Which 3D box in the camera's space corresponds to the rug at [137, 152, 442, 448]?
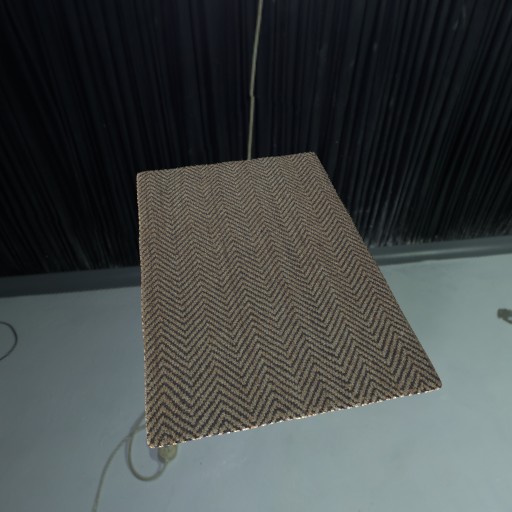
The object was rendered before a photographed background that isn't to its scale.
[{"bbox_3d":[0.000,0.000,2.376,1.219,0.008,1.828,-9,46,-8],"label":"rug"}]
